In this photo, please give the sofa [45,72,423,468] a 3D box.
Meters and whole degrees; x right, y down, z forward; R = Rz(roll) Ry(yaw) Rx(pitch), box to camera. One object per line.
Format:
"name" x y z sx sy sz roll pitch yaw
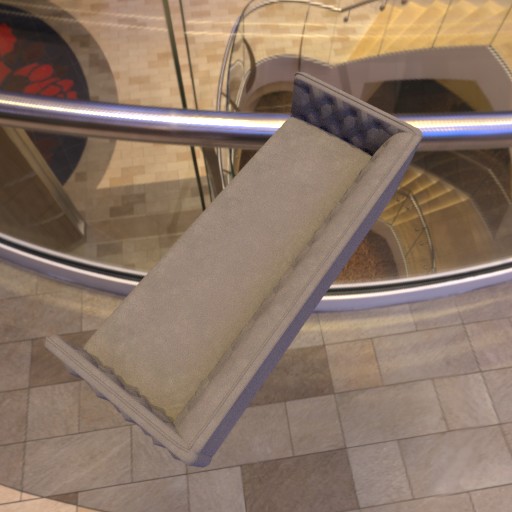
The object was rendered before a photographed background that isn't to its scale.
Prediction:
"sofa" 0.000 0.000 2.625 0.895 0.771 2.209 33 68 15
